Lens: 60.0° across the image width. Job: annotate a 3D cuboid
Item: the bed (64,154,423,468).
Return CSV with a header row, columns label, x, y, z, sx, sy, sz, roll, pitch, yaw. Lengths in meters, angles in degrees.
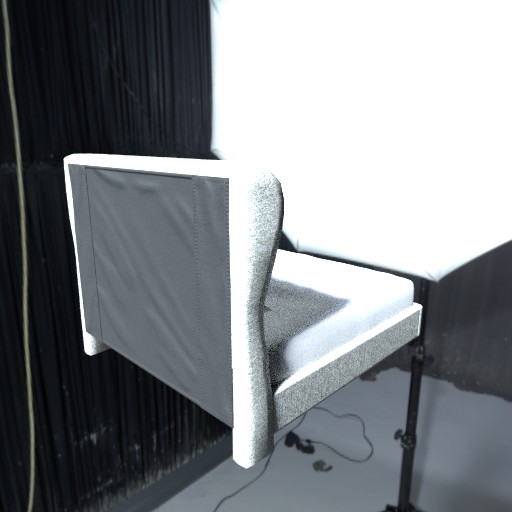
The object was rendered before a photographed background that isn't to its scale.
label,x,y,z,sx,sy,sz,roll,pitch,yaw
bed,0.000,0.000,3.920,2.219,1.771,2.347,14,21,43
